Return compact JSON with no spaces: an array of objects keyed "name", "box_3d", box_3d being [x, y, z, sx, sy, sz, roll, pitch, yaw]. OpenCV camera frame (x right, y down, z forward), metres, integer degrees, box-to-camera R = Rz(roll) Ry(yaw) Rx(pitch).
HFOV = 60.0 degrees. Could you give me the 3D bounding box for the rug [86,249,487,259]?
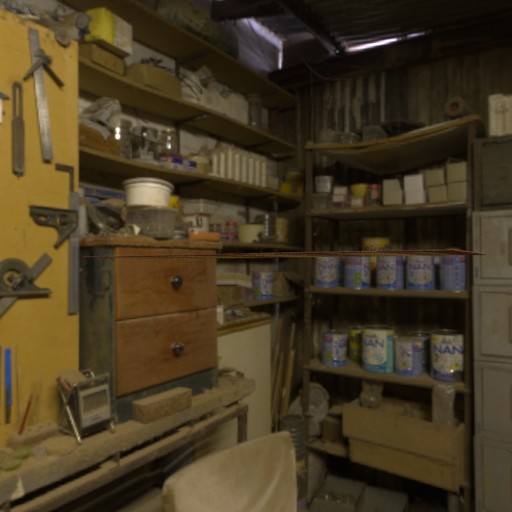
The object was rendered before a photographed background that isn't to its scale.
[{"name":"rug","box_3d":[0.000,0.000,2.731,2.437,0.006,0.792,-1,-1,36]}]
